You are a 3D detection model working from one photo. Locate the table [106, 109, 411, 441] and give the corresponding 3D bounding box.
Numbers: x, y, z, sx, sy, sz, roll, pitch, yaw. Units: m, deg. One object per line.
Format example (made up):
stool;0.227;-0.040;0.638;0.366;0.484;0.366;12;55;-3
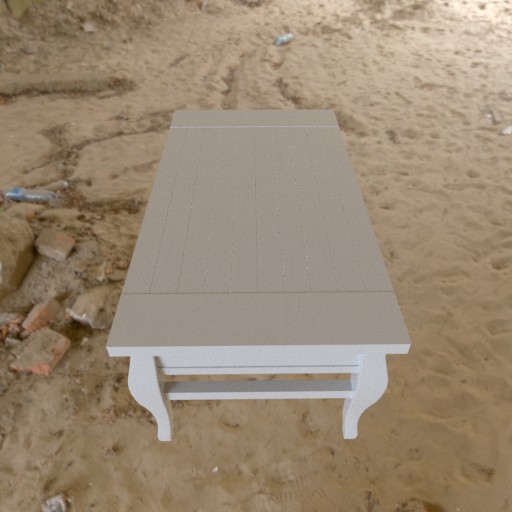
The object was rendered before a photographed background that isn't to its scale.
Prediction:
table;0.000;0.000;1.405;0.600;0.495;1.062;0;42;0
